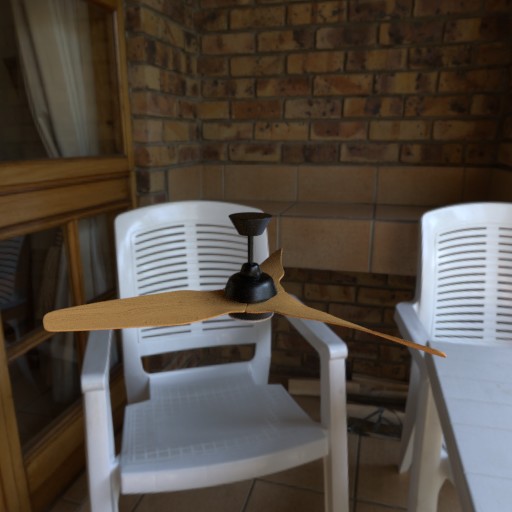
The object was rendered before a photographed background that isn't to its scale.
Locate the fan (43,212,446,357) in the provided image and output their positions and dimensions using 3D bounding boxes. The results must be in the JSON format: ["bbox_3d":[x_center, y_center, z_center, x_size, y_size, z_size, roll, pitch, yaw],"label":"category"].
[{"bbox_3d":[0.000,0.000,1.646,1.142,0.355,1.010,2,15,9],"label":"fan"}]
